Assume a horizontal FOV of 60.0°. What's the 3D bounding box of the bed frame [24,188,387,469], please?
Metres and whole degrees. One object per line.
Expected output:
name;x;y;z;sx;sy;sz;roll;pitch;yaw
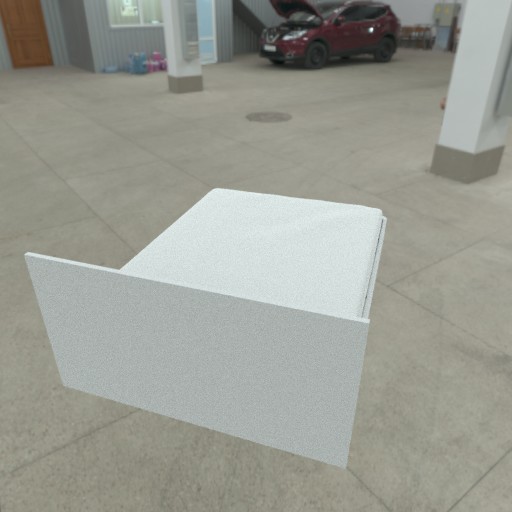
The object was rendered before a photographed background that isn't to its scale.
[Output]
bed frame;0.000;0.000;2.739;1.490;0.800;1.950;10;31;16
